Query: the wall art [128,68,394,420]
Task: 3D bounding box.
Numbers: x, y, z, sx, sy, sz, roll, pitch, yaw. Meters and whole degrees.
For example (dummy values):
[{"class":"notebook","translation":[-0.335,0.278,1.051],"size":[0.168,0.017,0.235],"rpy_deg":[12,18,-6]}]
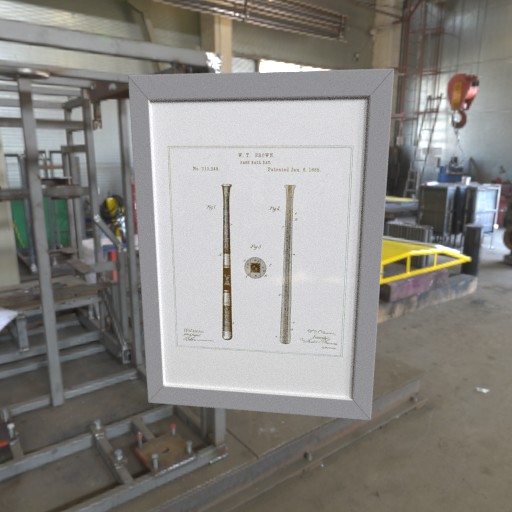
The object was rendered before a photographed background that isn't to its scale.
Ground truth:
[{"class":"wall art","translation":[0.000,0.000,0.683],"size":[0.374,0.529,0.012],"rpy_deg":[2,13,8]}]
